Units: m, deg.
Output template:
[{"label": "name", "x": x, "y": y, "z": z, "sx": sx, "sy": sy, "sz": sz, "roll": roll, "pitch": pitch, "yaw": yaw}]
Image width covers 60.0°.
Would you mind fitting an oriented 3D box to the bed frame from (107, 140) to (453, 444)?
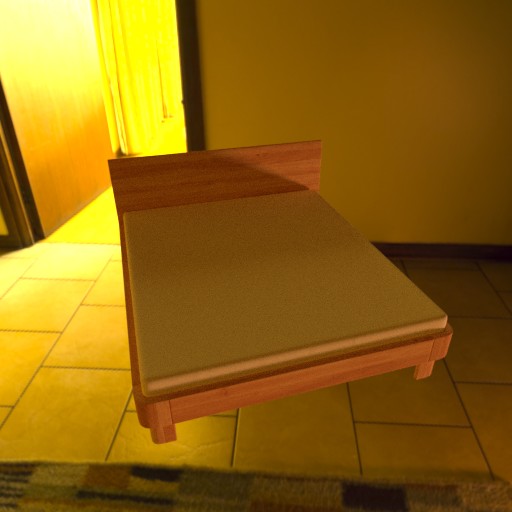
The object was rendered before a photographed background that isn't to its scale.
[{"label": "bed frame", "x": 0.000, "y": 0.000, "z": 3.194, "sx": 1.872, "sy": 0.940, "sz": 2.092, "roll": -9, "pitch": 32, "yaw": -14}]
